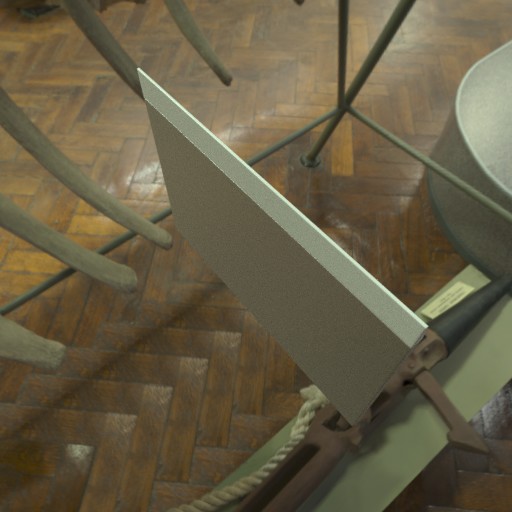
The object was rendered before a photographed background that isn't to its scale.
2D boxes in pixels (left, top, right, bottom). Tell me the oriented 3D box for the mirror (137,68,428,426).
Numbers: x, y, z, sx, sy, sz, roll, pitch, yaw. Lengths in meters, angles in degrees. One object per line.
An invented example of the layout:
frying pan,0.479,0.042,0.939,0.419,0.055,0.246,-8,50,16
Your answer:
mirror,0.000,0.000,1.138,0.030,0.630,0.870,-34,62,-21
